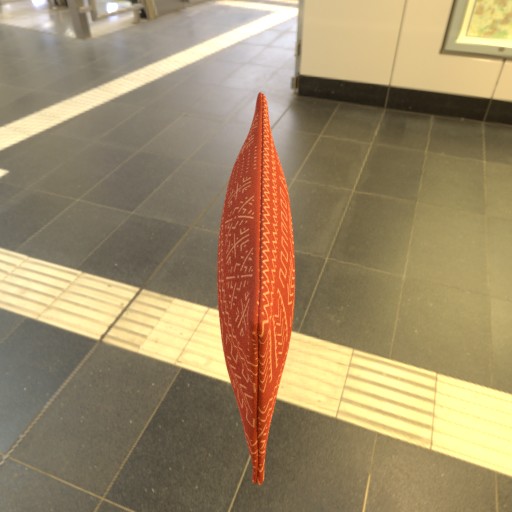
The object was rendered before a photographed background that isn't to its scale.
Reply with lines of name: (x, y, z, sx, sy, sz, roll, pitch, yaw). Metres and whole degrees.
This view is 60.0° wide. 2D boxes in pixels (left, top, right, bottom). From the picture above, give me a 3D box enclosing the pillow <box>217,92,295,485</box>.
pillow: (0.000, 0.000, 0.781, 0.130, 0.352, 0.640, 1, 40, 1)
